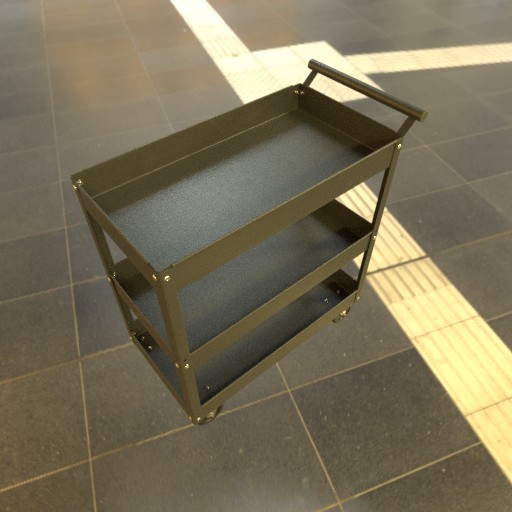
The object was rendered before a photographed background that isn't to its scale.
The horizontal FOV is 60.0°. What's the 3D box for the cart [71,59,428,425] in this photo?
[{"bbox_3d":[0.000,0.000,1.228,0.719,0.780,0.366,-31,54,-26],"label":"cart"}]
